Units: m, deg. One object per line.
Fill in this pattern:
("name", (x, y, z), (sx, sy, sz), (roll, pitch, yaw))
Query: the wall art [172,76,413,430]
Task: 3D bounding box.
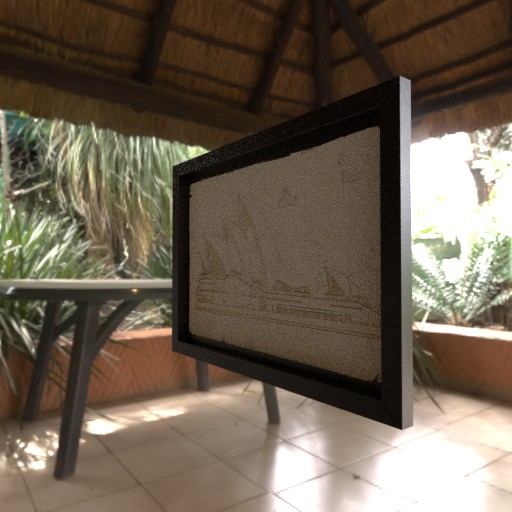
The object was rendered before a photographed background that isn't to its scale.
("wall art", (0.000, 0.000, 0.842), (0.027, 0.458, 0.657), (1, -2, -37))
